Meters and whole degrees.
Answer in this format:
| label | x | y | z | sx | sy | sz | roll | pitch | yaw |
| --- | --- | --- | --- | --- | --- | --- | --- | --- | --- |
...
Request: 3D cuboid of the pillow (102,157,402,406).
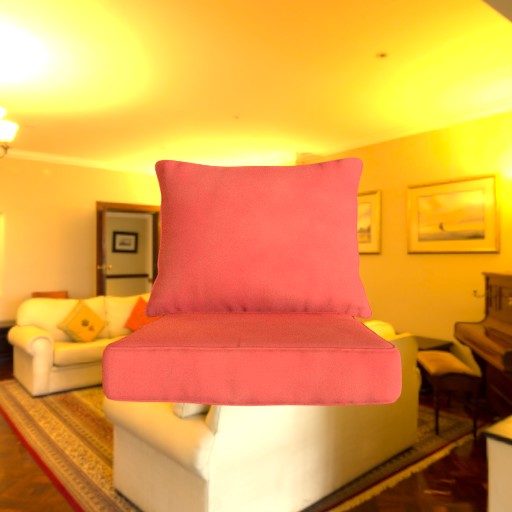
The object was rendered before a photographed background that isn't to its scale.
| label | x | y | z | sx | sy | sz | roll | pitch | yaw |
| --- | --- | --- | --- | --- | --- | --- | --- | --- | --- |
| pillow | 0.000 | 0.000 | 1.349 | 0.798 | 0.725 | 0.733 | 0 | 0 | 2 |
